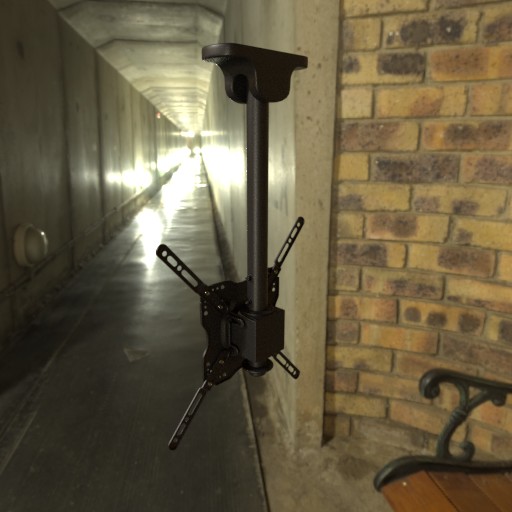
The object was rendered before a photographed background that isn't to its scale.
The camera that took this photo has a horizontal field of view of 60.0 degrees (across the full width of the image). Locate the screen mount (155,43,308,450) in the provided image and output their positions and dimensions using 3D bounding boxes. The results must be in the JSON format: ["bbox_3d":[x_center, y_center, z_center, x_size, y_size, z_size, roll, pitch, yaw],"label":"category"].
[{"bbox_3d":[0.000,0.000,0.864,0.393,0.729,0.090,-15,21,-43],"label":"screen mount"}]
